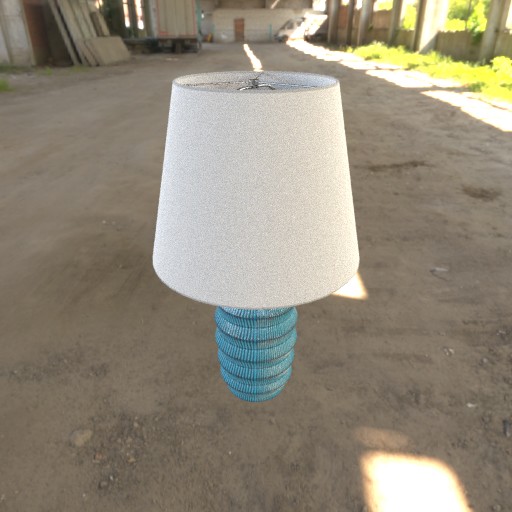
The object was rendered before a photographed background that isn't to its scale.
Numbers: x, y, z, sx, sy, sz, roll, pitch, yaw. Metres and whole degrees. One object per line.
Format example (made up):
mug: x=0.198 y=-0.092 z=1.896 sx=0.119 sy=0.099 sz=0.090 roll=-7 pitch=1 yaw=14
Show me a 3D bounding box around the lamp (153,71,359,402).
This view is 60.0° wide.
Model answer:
lamp: x=0.000 y=0.000 z=0.781 sx=0.355 sy=0.582 sz=0.355 roll=0 pitch=28 yaw=0
